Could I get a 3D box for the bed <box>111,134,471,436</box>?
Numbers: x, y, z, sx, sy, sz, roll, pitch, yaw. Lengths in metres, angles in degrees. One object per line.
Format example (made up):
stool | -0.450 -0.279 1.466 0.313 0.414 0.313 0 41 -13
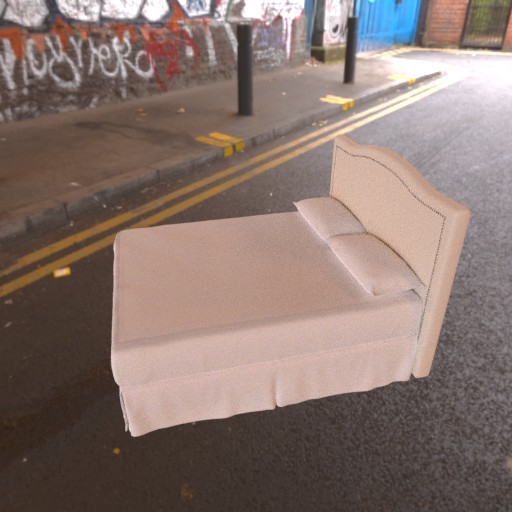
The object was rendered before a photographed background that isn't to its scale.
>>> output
bed | 0.000 0.000 3.356 2.143 1.460 1.753 -7 30 -13
